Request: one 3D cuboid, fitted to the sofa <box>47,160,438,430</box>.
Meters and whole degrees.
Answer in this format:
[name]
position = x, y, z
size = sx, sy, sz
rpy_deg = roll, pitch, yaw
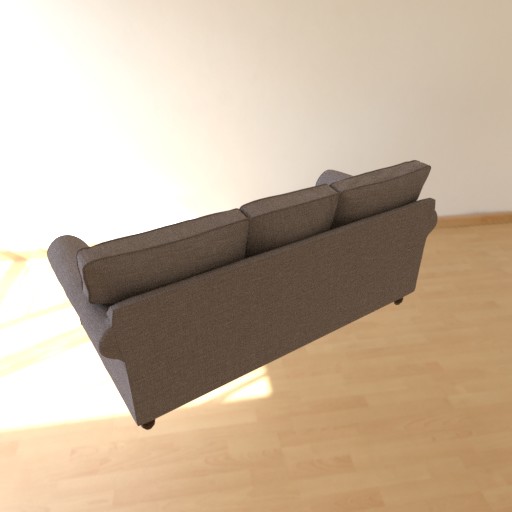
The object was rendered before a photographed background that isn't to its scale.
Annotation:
[sofa]
position = 0.000, 0.000, 2.576
size = 2.084, 0.961, 0.916
rpy_deg = -19, 35, -29
